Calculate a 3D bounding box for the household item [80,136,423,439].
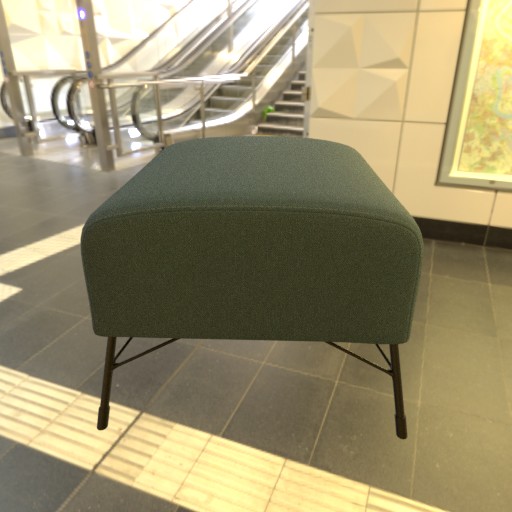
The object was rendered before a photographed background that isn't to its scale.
[{"bbox_3d":[0.000,0.000,0.900,0.530,0.420,0.530,1,25,2],"label":"household item"}]
